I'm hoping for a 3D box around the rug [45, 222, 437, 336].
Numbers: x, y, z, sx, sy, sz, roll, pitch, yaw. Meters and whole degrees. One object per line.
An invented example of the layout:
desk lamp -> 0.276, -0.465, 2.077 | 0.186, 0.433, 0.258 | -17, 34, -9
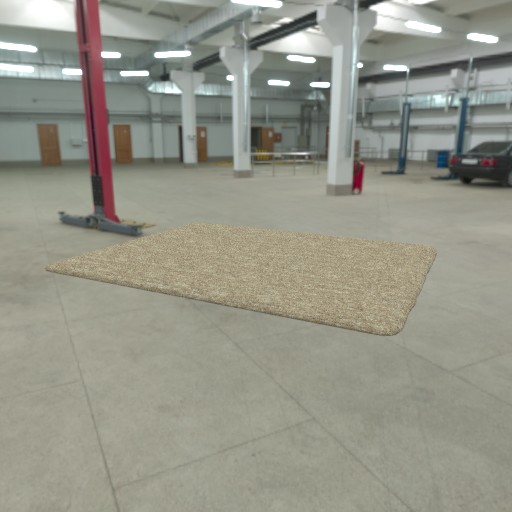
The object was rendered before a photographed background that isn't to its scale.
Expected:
rug -> 0.000, 0.000, 3.971 | 2.873, 0.050, 2.242 | 8, 17, 26
